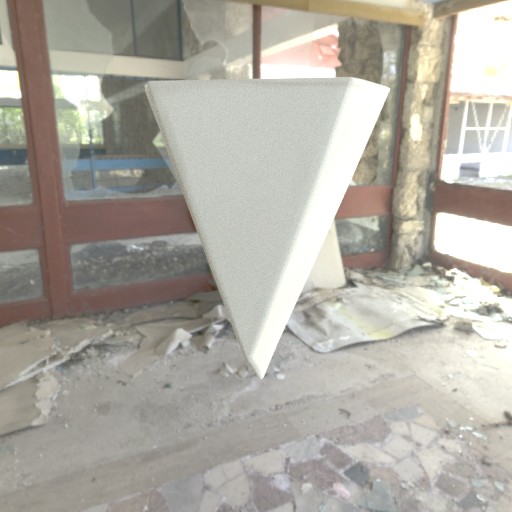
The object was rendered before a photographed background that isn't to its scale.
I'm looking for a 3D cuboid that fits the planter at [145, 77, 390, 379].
[{"bbox_3d":[0.000,0.000,0.273,0.150,0.197,0.060,3,16,9],"label":"planter"}]
